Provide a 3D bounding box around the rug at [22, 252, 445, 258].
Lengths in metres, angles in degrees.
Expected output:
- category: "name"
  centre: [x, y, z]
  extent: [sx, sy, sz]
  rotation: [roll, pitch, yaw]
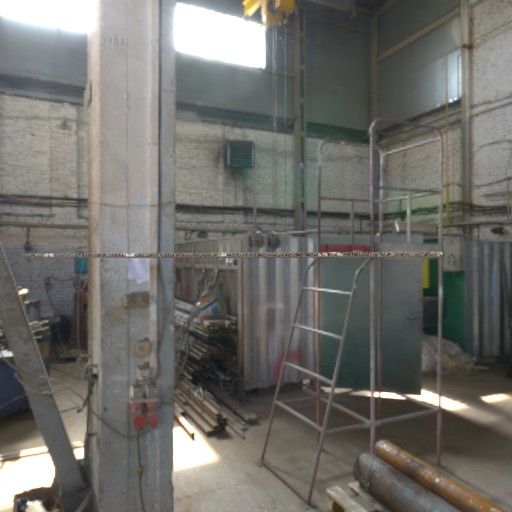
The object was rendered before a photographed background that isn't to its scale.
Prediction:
- category: "rug"
  centre: [0.000, 0.000, 4.106]
  extent: [3.047, 0.029, 2.438]
  rotation: [0, 0, 18]
